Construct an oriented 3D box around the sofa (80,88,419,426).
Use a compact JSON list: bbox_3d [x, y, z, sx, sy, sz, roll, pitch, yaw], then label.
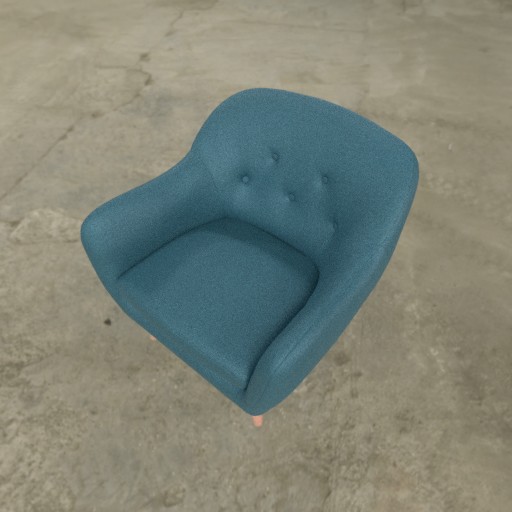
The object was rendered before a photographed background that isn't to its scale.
[{"bbox_3d":[0.000,0.000,1.545,0.836,0.817,0.825,31,54,26],"label":"sofa"}]
